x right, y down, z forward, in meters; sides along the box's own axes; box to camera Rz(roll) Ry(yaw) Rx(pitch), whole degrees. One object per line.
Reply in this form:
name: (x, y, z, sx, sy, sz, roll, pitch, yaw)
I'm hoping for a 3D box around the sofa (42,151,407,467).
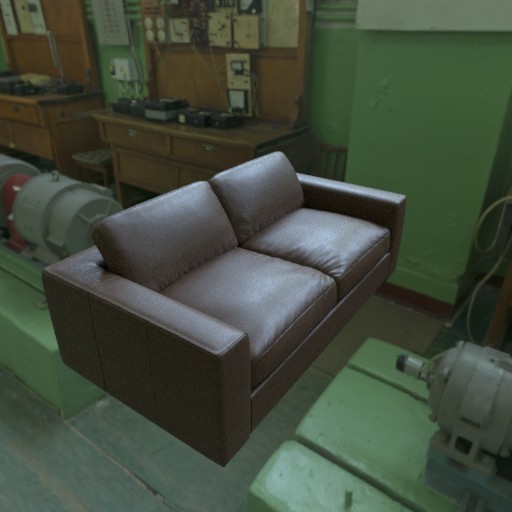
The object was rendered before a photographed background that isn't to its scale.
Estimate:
sofa: (0.000, 0.000, 2.486, 1.070, 0.800, 1.920, 18, 33, 31)
